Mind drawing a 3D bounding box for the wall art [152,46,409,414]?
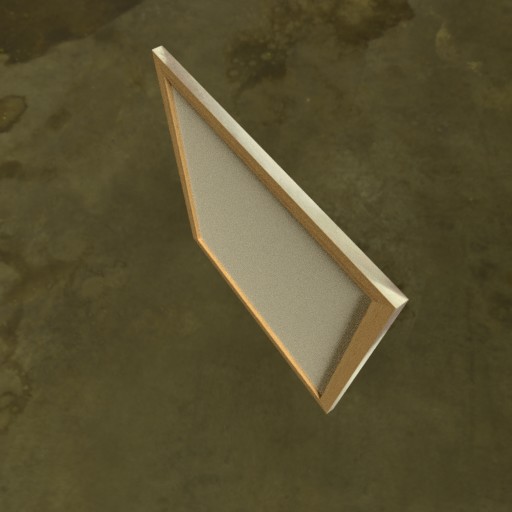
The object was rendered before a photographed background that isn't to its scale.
[{"bbox_3d":[0.000,0.000,1.151,0.027,0.762,0.762,-31,64,-17],"label":"wall art"}]
